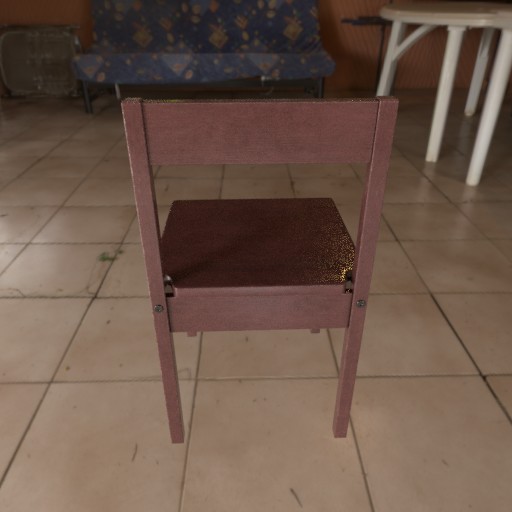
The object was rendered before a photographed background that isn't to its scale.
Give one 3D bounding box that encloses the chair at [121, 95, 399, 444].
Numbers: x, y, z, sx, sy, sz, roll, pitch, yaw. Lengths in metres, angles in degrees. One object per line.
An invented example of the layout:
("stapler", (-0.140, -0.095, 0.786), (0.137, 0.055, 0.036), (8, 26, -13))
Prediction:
("chair", (0.000, 0.000, 0.886), (0.367, 0.668, 0.361), (-1, 30, -2))
